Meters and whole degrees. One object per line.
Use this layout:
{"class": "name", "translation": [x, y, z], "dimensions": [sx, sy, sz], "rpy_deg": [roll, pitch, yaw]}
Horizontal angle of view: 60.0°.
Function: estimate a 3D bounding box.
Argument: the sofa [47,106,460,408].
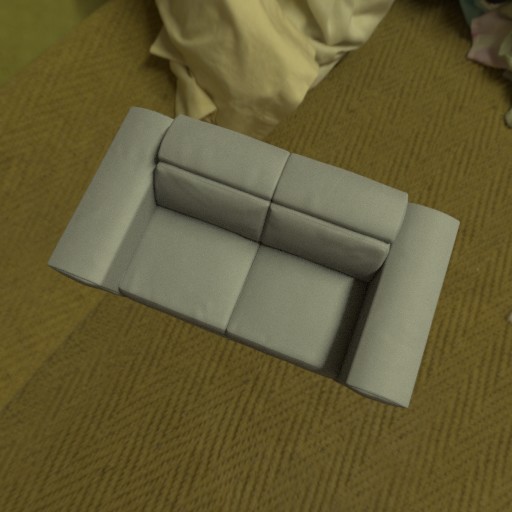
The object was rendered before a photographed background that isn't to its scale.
{"class": "sofa", "translation": [0.000, 0.000, 2.460], "dimensions": [1.895, 0.779, 1.003], "rpy_deg": [21, 75, 6]}
